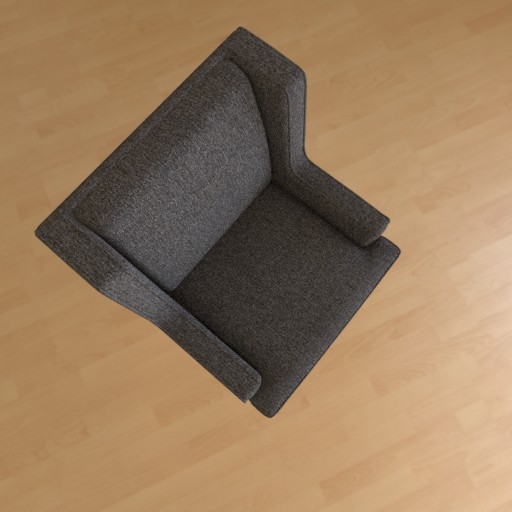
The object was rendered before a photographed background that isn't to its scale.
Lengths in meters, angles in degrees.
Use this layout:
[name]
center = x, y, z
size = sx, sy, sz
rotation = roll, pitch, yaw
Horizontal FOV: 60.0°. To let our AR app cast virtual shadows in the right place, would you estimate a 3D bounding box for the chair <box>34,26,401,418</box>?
[chair]
center = 0.000, 0.000, 1.805
size = 0.927, 1.082, 0.942
rotation = 39, 79, 9
